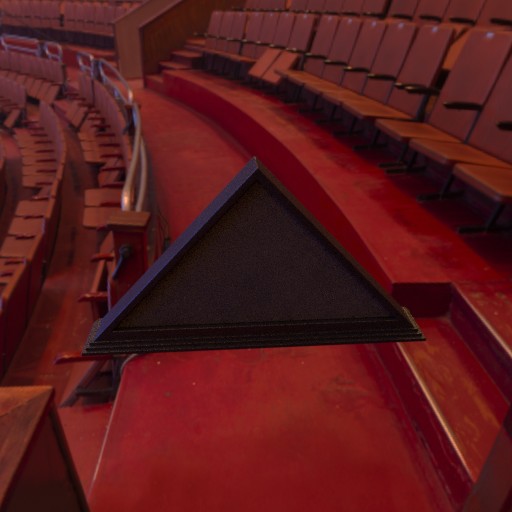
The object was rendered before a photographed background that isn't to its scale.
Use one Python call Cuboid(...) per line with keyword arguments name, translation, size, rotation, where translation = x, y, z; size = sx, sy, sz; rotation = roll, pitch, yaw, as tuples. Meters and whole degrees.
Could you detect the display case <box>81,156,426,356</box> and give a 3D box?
Cuboid(name="display case", translation=(0.000, 0.000, 0.782), size=(0.640, 0.340, 0.095), rotation=(-2, 29, -3))
